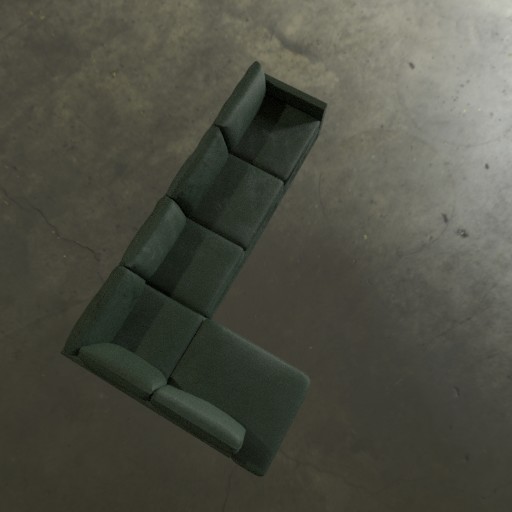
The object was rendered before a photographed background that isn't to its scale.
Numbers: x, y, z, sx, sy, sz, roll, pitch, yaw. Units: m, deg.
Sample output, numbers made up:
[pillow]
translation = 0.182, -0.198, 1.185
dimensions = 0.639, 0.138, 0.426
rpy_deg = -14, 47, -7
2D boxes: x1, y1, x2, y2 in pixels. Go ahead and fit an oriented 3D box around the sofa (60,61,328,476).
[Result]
[sofa]
translation = 0.000, 0.000, 4.300
dimensions = 2.048, 0.996, 3.384
rpy_deg = 29, 77, 7
